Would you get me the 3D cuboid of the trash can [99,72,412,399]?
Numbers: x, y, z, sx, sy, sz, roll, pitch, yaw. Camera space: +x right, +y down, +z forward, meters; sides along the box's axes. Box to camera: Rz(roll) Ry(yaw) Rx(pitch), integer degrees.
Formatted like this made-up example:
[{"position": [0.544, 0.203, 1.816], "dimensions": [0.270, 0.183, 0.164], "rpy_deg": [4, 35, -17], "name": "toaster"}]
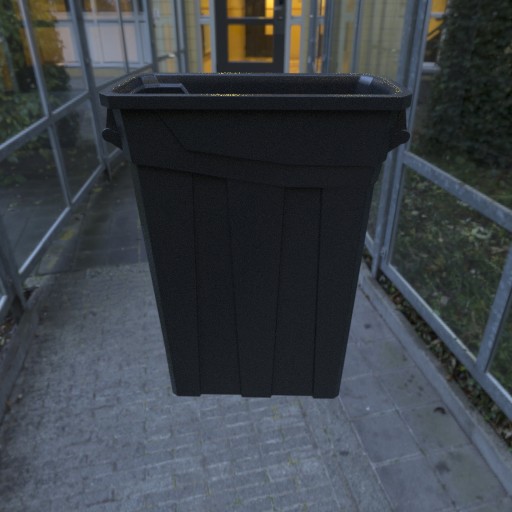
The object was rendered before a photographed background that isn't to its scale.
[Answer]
[{"position": [0.000, 0.000, 1.035], "dimensions": [0.559, 0.762, 0.281], "rpy_deg": [1, 30, 1], "name": "trash can"}]
